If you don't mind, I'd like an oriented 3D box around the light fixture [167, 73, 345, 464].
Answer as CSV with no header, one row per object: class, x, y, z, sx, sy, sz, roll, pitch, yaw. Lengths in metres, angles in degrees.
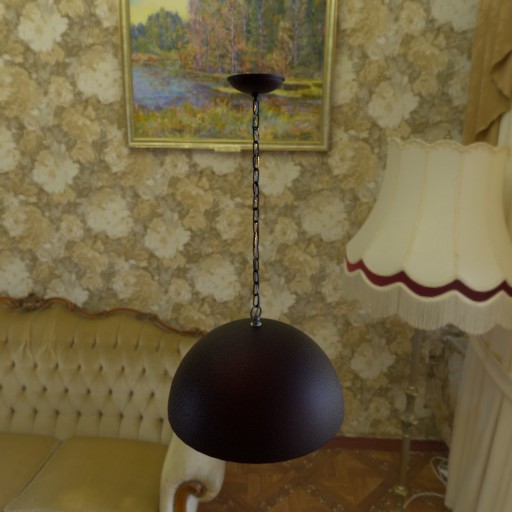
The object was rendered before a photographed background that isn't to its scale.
light fixture,0.000,0.000,1.156,0.492,0.869,0.492,13,18,43
